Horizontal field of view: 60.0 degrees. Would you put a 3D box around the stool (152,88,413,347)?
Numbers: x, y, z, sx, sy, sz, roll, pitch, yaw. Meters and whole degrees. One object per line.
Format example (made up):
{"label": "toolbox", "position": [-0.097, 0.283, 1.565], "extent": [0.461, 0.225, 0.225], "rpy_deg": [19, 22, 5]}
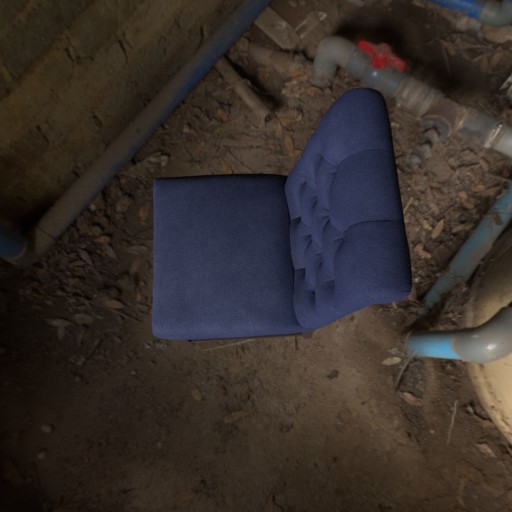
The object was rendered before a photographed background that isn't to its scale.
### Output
{"label": "stool", "position": [0.000, 0.000, 1.365], "extent": [0.601, 1.010, 0.493], "rpy_deg": [-3, 75, -1]}
